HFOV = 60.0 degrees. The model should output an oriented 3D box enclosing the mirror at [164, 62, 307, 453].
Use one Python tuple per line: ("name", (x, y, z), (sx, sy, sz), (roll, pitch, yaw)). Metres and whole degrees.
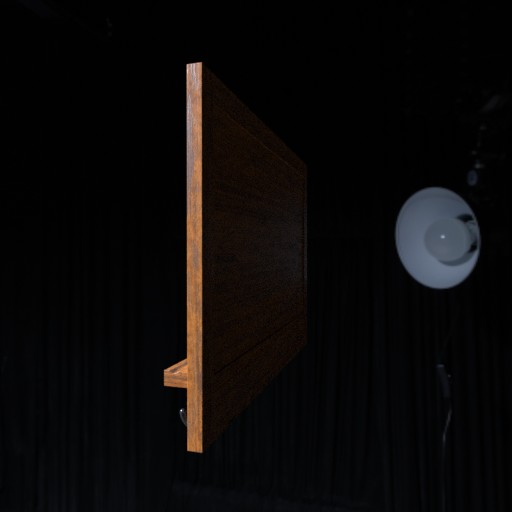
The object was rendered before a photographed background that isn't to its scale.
("mirror", (0.000, 0.000, 0.981), (0.084, 0.537, 0.758), (0, 1, 17))
